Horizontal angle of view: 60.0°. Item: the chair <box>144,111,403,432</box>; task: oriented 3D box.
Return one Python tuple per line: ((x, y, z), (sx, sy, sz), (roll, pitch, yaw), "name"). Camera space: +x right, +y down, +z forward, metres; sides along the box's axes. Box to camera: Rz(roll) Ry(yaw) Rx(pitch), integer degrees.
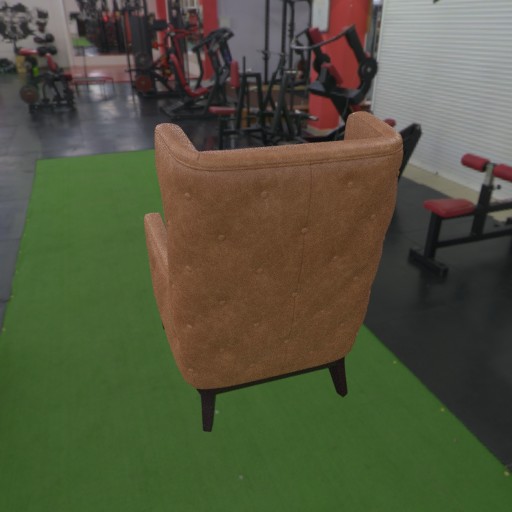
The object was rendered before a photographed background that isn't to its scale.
((0.000, 0.000, 1.702), (0.766, 1.079, 0.899), (-9, 29, -16), "chair")
